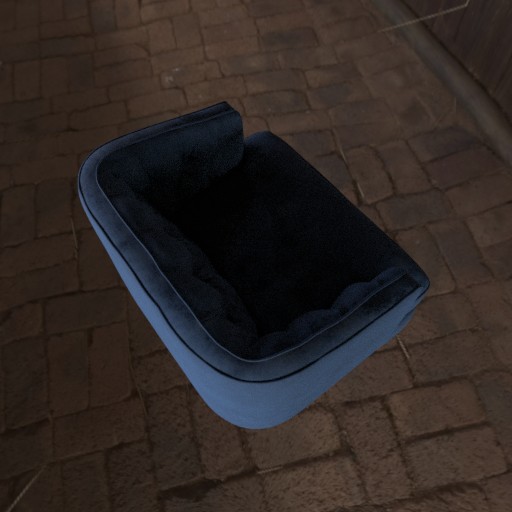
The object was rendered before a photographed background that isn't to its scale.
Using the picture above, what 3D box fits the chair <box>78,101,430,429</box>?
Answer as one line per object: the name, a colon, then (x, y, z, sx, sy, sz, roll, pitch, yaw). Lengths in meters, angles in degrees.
chair: (0.000, 0.000, 1.756, 0.940, 0.852, 1.094, -34, 65, -18)
